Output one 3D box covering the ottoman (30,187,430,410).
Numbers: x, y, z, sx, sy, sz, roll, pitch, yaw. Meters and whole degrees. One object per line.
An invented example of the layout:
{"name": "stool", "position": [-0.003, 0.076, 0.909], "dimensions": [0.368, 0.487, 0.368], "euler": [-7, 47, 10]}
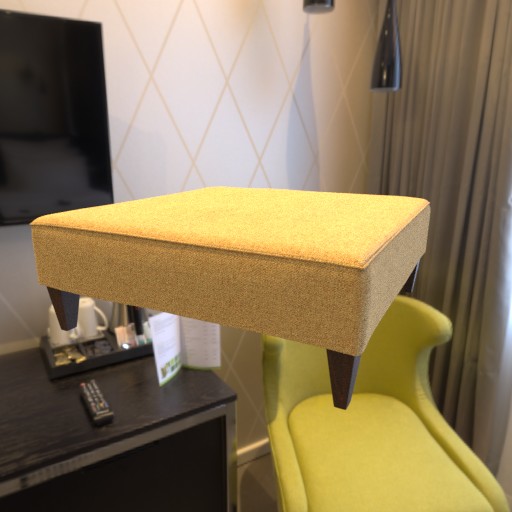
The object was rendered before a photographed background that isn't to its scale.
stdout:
{"name": "ottoman", "position": [0.000, 0.000, 1.496], "dimensions": [0.981, 0.378, 0.970], "euler": [8, 17, 27]}
